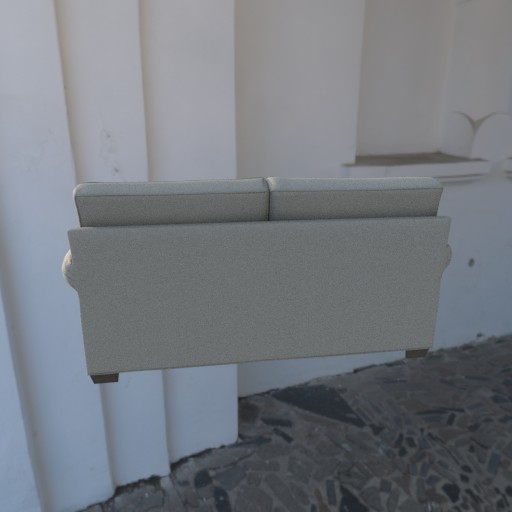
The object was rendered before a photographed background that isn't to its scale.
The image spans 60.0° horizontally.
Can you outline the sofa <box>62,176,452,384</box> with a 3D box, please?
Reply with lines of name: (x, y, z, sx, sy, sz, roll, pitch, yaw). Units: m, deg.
sofa: (0.000, 0.000, 2.497, 1.930, 0.952, 0.940, -2, 17, -8)
